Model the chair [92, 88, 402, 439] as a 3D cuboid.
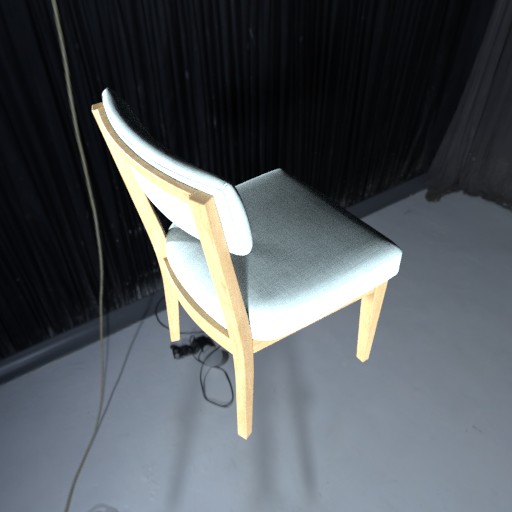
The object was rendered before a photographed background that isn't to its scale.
[{"bbox_3d":[0.000,0.000,1.156,0.572,0.832,0.508,-25,47,-26],"label":"chair"}]
